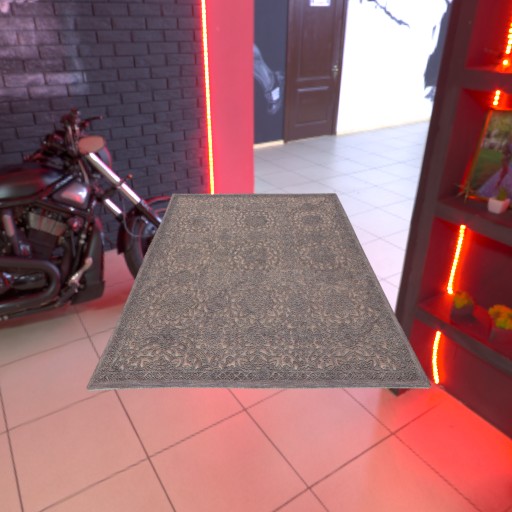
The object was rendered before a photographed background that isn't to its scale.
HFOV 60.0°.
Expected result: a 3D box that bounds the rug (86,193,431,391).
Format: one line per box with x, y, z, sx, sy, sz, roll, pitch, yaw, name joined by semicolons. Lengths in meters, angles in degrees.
0.000;0.000;3.059;1.535;0.022;2.498;0;28;-1;rug
